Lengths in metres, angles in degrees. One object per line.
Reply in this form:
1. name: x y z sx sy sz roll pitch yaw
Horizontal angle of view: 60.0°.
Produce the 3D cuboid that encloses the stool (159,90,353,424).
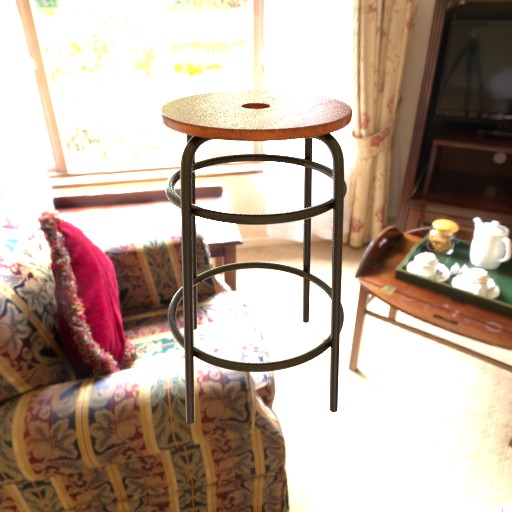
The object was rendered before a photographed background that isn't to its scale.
1. stool: 0.000 0.000 0.933 0.455 0.610 0.455 22 37 33
